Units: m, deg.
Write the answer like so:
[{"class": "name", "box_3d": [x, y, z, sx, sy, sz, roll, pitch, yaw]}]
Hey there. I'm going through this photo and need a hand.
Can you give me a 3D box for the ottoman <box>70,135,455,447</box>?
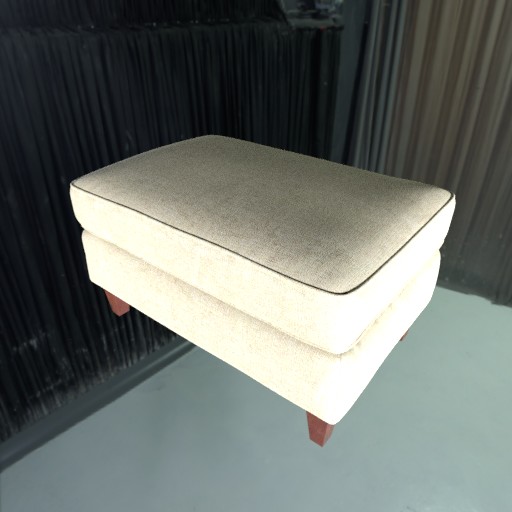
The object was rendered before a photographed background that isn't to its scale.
[{"class": "ottoman", "box_3d": [0.000, 0.000, 1.236, 0.862, 0.484, 0.583, 23, 38, 33]}]
